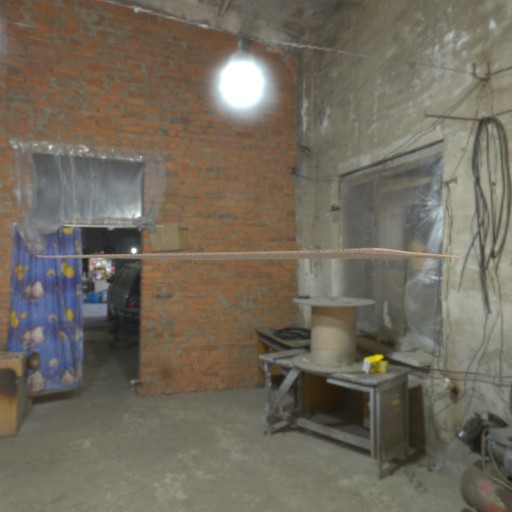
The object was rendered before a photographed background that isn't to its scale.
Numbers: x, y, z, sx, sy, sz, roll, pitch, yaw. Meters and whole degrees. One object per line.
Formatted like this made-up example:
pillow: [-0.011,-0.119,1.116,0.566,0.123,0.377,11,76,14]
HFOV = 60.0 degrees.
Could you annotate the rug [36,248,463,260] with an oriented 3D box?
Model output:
rug: [0.000,0.000,3.797,2.897,0.035,2.277,-1,-1,34]
